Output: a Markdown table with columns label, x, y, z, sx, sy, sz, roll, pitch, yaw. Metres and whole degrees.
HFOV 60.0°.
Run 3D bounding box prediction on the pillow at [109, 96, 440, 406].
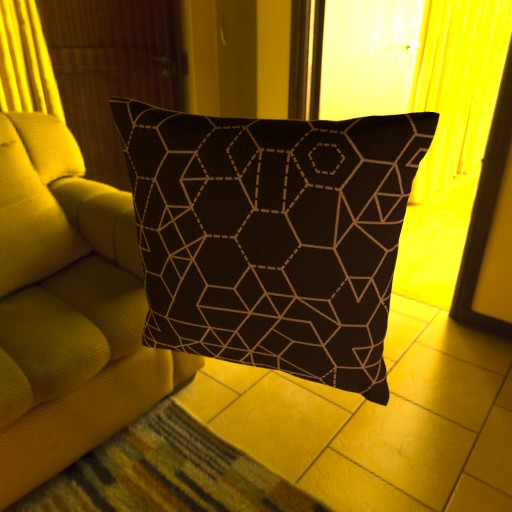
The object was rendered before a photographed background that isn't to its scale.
| label | x | y | z | sx | sy | sz | roll | pitch | yaw |
| --- | --- | --- | --- | --- | --- | --- | --- | --- | --- |
| pillow | 0.000 | 0.000 | 0.771 | 0.517 | 0.508 | 0.158 | 9 | 27 | 17 |
